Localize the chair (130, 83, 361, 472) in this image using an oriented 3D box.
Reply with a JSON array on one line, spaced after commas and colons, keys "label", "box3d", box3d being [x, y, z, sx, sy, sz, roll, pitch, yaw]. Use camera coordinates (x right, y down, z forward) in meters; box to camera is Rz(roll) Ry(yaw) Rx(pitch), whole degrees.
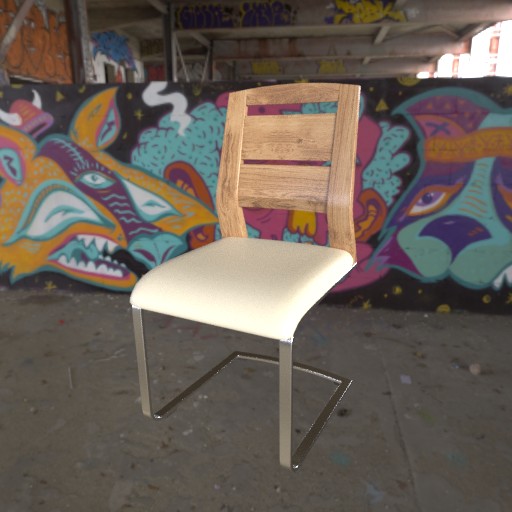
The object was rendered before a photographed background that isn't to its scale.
[{"label": "chair", "box3d": [0.000, 0.000, 1.243, 0.457, 0.955, 0.561, 8, 16, 27]}]
